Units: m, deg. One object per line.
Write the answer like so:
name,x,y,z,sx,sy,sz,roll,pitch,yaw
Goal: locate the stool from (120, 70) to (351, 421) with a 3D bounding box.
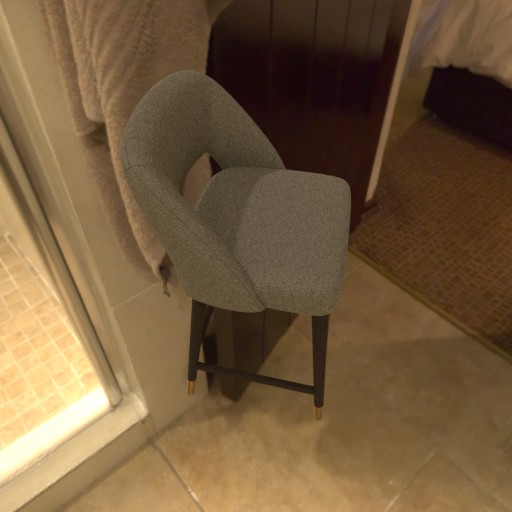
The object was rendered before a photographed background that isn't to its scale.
stool,0.000,0.000,1.271,0.524,0.925,0.536,8,46,8
